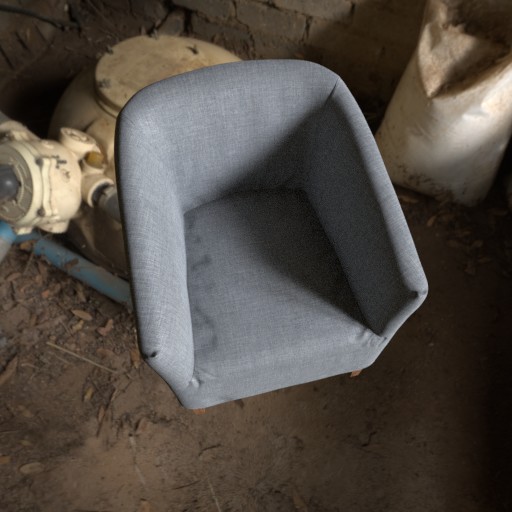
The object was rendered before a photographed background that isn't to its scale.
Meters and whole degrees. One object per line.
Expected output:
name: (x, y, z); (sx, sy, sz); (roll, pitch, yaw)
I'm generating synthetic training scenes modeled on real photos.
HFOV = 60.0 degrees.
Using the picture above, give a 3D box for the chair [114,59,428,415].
chair: (0.000, 0.000, 1.250); (0.600, 0.771, 0.668); (-12, 63, -6)
